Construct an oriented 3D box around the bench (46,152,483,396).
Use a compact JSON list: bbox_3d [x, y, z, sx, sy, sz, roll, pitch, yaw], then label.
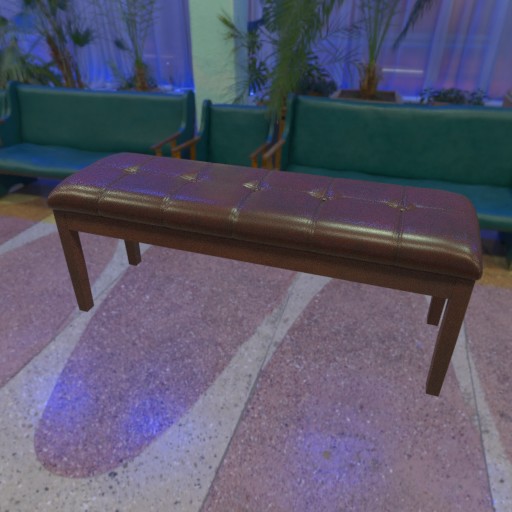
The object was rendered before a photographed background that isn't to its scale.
[{"bbox_3d":[0.000,0.000,1.454,1.259,0.491,0.401,10,33,16],"label":"bench"}]
